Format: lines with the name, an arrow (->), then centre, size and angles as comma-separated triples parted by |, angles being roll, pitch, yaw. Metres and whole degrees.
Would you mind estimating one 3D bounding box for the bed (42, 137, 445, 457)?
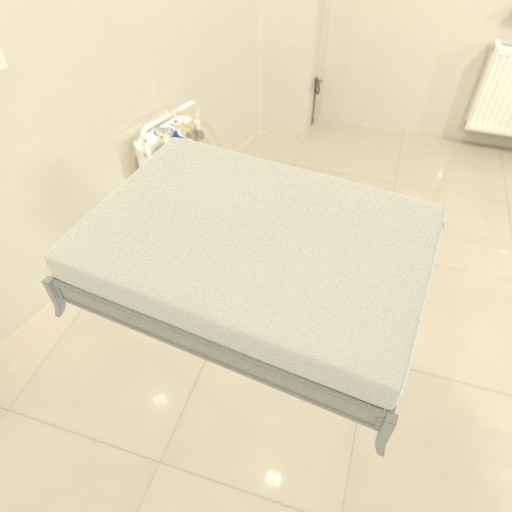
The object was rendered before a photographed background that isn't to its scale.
bed -> 0.000, 0.000, 2.654 | 1.985, 0.510, 1.460 | 18, 48, 17
